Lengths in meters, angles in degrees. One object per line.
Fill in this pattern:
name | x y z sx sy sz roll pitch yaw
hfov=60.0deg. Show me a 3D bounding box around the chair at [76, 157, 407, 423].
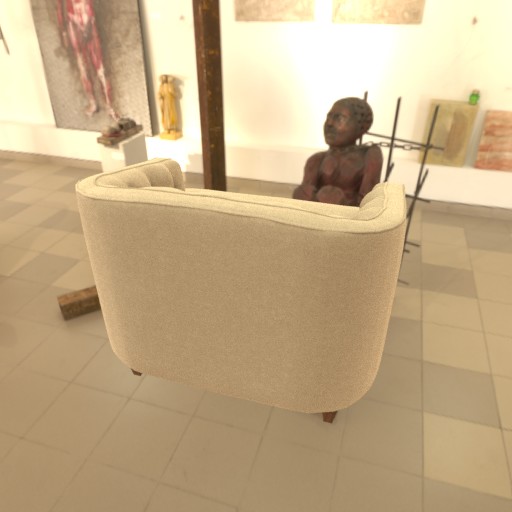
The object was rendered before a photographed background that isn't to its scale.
chair | 0.000 0.000 1.785 1.104 0.852 0.941 9 33 14
